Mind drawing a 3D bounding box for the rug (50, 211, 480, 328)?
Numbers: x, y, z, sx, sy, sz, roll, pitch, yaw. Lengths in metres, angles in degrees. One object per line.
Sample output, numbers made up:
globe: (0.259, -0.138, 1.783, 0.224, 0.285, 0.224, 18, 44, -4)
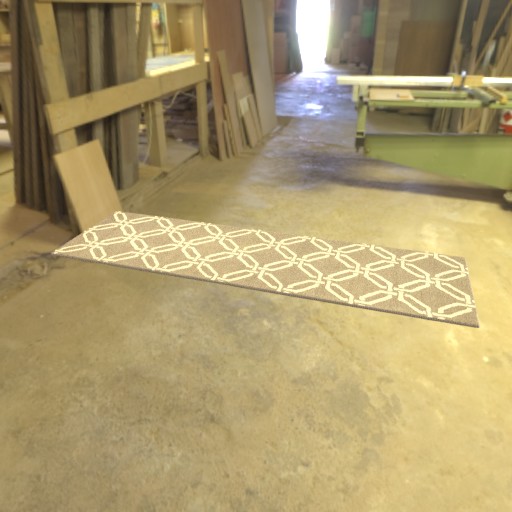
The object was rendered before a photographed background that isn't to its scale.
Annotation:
rug: (0.000, 0.000, 2.532, 2.276, 0.014, 0.678, 9, 29, 16)
